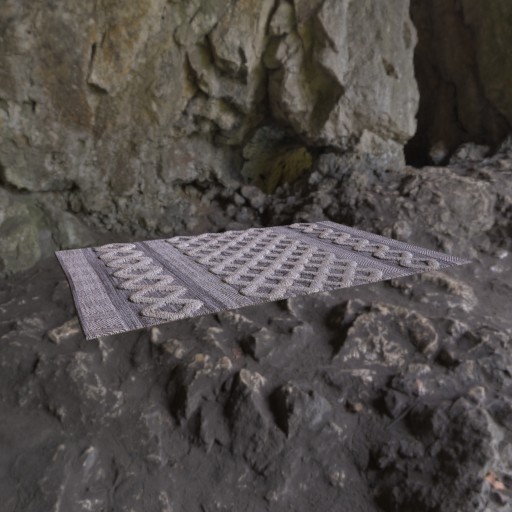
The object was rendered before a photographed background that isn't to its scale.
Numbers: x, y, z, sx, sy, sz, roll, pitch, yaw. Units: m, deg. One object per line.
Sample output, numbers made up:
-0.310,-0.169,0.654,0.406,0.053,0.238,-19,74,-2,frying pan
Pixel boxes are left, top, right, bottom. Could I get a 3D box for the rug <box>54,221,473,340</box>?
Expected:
0.000,0.000,2.917,2.333,0.033,1.513,-8,18,-27,rug
